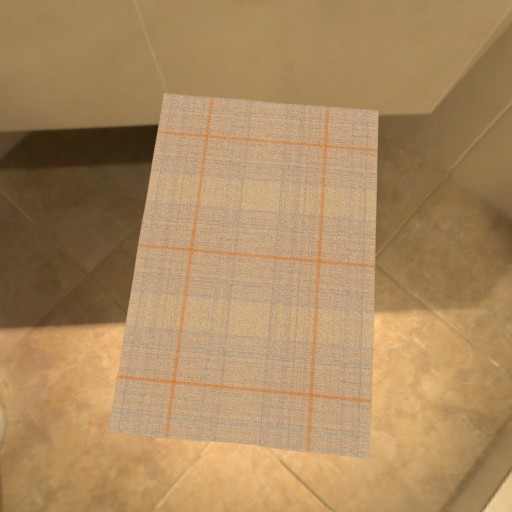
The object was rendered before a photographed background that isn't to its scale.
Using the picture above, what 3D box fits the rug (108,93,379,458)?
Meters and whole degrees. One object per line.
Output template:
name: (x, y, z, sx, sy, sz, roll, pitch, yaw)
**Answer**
rug: (0.000, 0.000, 2.290, 1.232, 0.015, 1.825, 5, 75, 1)
